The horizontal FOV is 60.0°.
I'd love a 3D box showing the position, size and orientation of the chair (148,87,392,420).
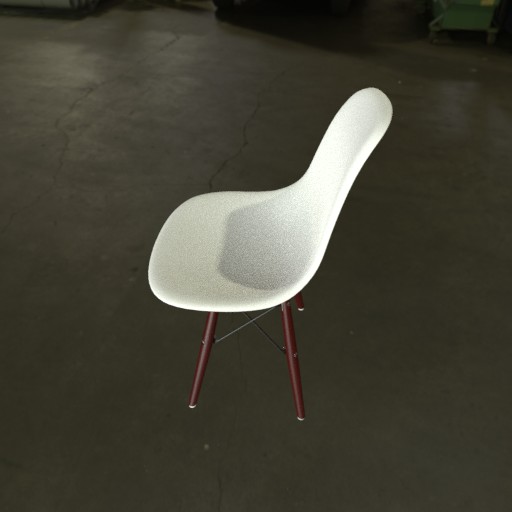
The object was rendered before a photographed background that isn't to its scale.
[{"bbox_3d":[0.000,0.000,1.155,0.533,0.826,0.470,2,40,2],"label":"chair"}]
